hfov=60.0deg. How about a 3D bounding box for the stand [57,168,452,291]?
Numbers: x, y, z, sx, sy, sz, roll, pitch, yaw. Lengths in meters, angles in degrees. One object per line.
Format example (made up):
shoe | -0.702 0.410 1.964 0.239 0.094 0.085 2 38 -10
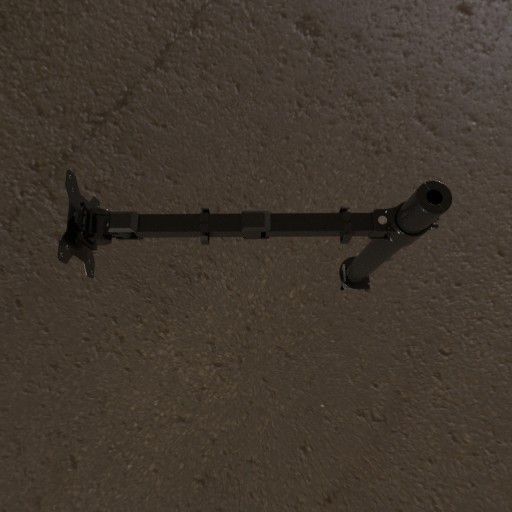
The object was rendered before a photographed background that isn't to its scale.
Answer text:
stand | 0.000 0.000 0.729 0.456 0.510 0.115 0 76 0
